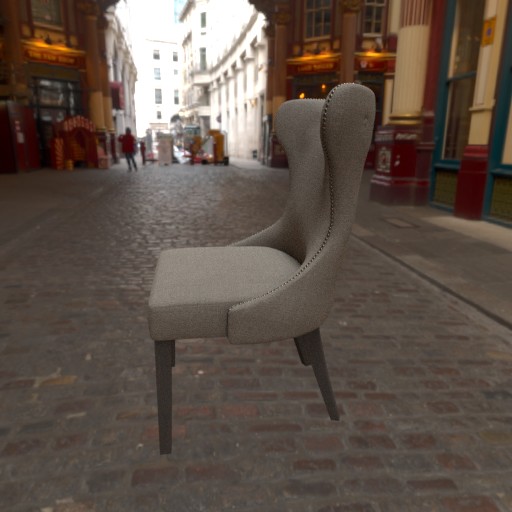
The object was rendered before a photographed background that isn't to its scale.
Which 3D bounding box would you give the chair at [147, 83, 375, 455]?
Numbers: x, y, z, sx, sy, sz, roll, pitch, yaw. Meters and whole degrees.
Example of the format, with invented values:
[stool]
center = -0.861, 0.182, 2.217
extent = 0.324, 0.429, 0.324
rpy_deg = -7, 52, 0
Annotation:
[chair]
center = 0.000, 0.000, 1.380
extent = 0.635, 0.967, 0.628
rpy_deg = -2, 15, -9
